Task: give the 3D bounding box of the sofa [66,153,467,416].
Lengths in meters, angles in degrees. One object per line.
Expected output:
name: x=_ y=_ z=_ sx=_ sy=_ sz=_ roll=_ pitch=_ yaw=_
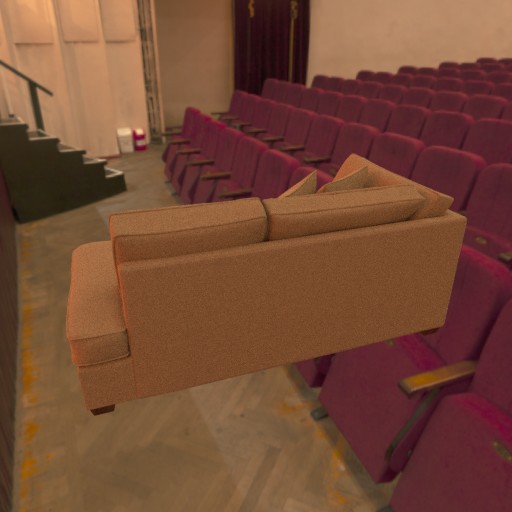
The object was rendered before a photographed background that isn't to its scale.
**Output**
sofa: x=0.000 y=0.000 z=2.814 sx=2.237 sy=1.033 sz=1.110 roll=-9 pitch=27 yaw=-18
